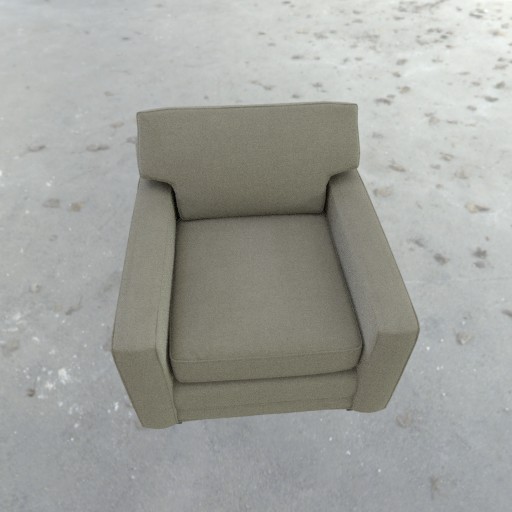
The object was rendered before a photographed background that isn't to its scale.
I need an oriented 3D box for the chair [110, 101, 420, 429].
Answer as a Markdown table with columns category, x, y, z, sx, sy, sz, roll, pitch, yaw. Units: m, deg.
| category | x | y | z | sx | sy | sz | roll | pitch | yaw |
| --- | --- | --- | --- | --- | --- | --- | --- | --- | --- |
| chair | 0.000 | 0.000 | 1.831 | 0.999 | 0.934 | 1.044 | -3 | 46 | -3 |
